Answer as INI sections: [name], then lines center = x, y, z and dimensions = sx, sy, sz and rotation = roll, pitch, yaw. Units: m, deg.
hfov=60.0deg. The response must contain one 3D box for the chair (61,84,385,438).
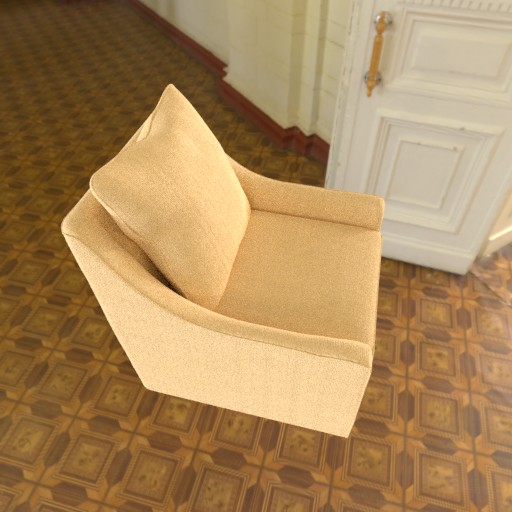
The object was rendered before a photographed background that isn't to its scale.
[chair]
center = 0.000, 0.000, 1.557
dimensions = 0.876, 0.927, 0.760
rotation = 10, 47, 10
